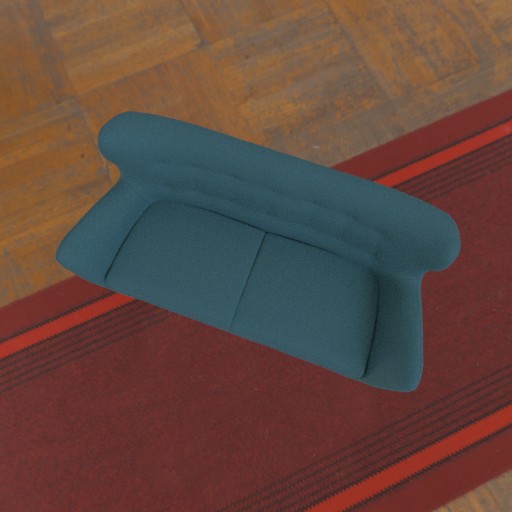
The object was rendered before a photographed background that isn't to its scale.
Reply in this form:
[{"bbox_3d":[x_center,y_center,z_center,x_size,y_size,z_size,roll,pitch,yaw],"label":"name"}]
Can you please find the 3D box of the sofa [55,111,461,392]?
[{"bbox_3d":[0.000,0.000,2.454,1.930,0.890,0.889,19,74,6],"label":"sofa"}]
